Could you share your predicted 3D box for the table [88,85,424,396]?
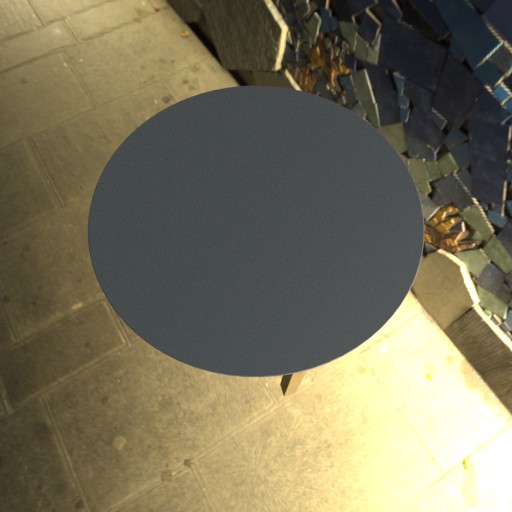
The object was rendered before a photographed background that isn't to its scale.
[{"bbox_3d":[0.000,0.000,0.983,0.600,0.405,0.600,0,64,0],"label":"table"}]
